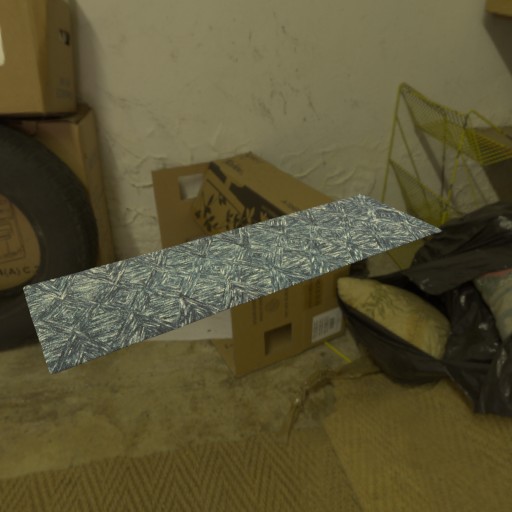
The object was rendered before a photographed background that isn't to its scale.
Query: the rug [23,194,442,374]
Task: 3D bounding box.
[{"bbox_3d":[0.000,0.000,2.481,2.306,0.013,0.719,-18,34,-28],"label":"rug"}]
